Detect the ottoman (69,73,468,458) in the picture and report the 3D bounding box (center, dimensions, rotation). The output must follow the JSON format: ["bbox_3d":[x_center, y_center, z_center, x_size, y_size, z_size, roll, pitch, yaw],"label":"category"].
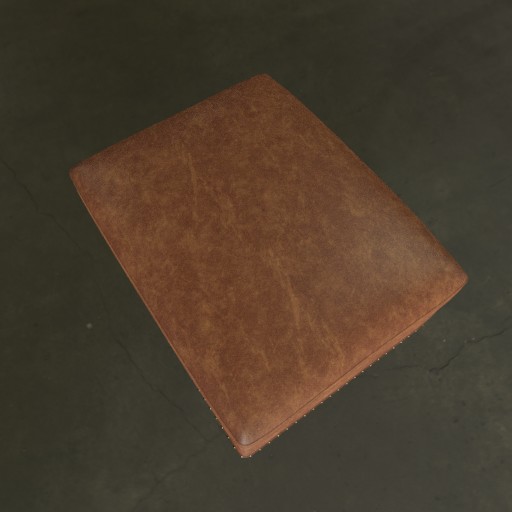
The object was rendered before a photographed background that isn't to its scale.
[{"bbox_3d":[0.000,0.000,1.118,0.586,0.486,0.742,-32,67,-15],"label":"ottoman"}]
